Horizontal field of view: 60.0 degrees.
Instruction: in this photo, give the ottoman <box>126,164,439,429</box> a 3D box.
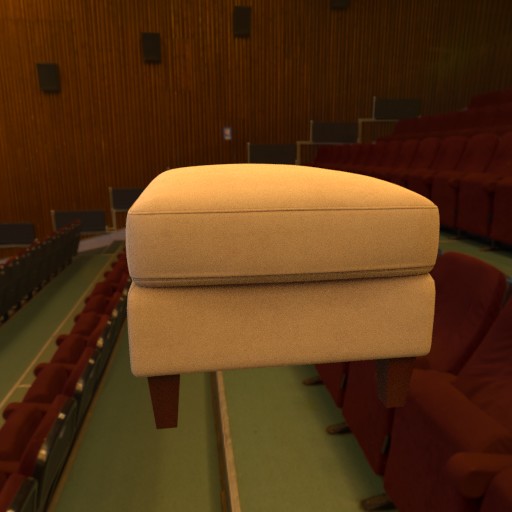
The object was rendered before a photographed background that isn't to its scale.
[{"bbox_3d":[0.000,0.000,1.202,0.584,0.483,0.864,-2,14,-9],"label":"ottoman"}]
